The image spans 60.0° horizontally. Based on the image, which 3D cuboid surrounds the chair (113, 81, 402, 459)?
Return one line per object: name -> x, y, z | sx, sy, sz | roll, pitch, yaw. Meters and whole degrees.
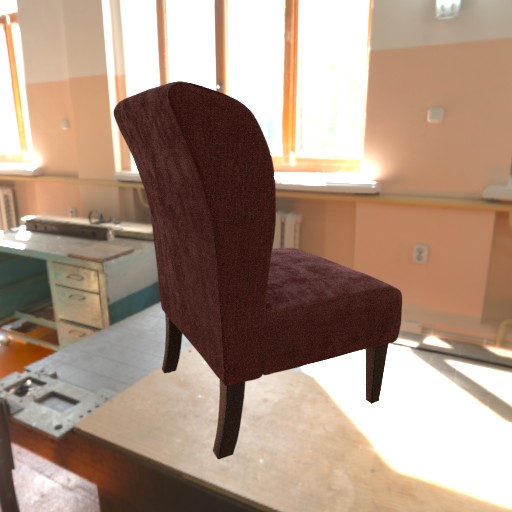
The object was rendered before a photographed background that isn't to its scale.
chair -> 0.000, 0.000, 1.251 | 0.640, 0.846, 0.538 | -7, 16, -26
